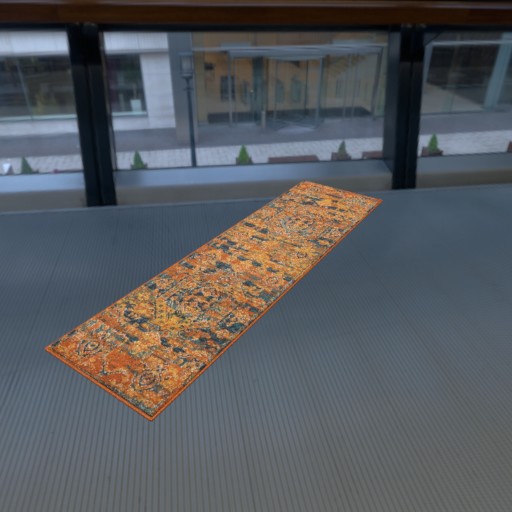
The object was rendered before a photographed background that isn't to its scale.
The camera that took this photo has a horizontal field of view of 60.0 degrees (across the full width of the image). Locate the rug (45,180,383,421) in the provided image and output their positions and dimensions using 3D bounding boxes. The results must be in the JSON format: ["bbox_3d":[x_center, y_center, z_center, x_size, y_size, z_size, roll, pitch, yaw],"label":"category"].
[{"bbox_3d":[0.000,0.000,2.544,0.651,0.016,2.274,20,37,29],"label":"rug"}]
